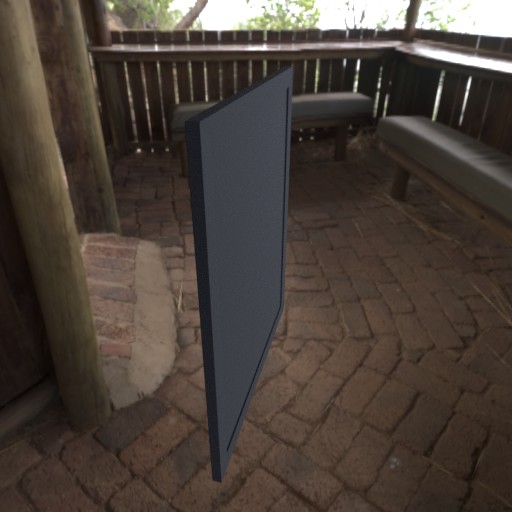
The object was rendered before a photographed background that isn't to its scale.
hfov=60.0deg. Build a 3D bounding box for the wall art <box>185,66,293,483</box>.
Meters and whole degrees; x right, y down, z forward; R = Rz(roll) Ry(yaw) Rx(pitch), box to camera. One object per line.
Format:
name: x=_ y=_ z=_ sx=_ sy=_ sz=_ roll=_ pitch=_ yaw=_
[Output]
wall art: x=0.000 y=0.000 z=0.496 sx=0.010 sy=0.361 sz=0.311 roll=7 pitch=30 yaw=13
